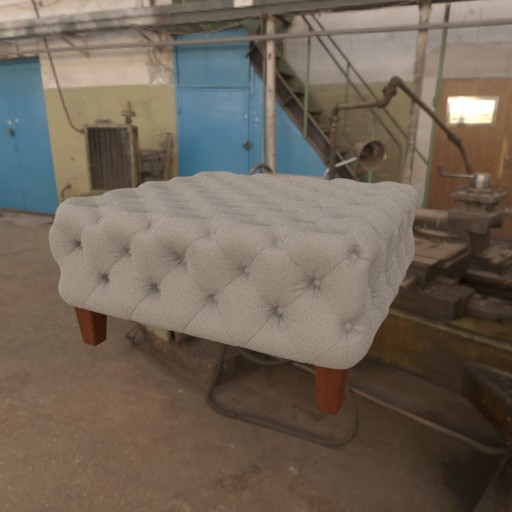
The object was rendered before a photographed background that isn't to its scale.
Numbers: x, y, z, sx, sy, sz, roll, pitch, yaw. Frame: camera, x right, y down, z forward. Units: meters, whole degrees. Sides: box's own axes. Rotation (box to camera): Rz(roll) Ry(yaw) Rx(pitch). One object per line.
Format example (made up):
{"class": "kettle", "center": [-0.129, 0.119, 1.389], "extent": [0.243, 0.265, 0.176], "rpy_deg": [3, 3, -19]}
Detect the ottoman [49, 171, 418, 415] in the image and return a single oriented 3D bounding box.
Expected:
{"class": "ottoman", "center": [0.000, 0.000, 1.457], "extent": [0.917, 0.439, 0.911], "rpy_deg": [8, 19, 24]}
